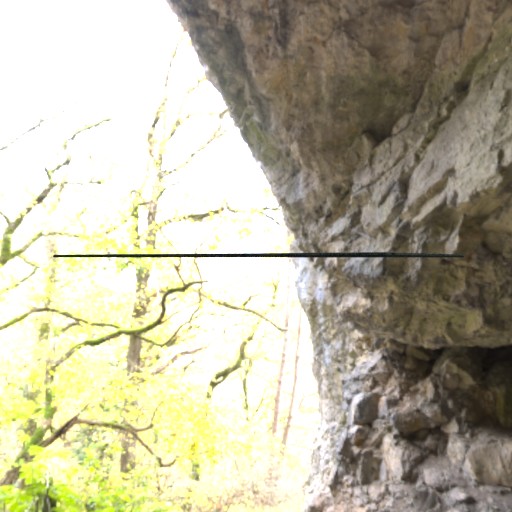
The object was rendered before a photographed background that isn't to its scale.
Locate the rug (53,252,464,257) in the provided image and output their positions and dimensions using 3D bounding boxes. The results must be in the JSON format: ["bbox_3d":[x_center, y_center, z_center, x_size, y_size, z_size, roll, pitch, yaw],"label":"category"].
[{"bbox_3d":[0.000,0.000,2.364,1.829,0.016,1.219,0,0,35],"label":"rug"}]
